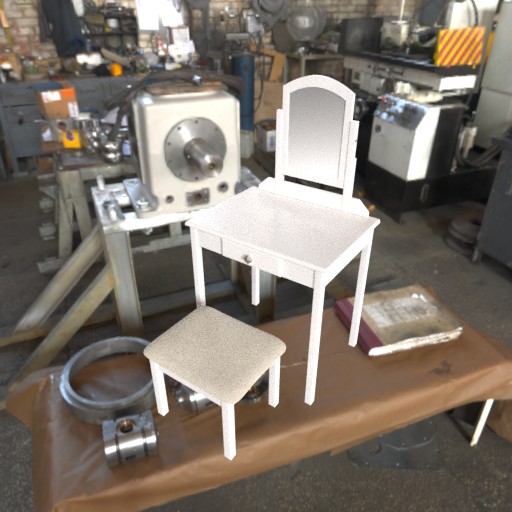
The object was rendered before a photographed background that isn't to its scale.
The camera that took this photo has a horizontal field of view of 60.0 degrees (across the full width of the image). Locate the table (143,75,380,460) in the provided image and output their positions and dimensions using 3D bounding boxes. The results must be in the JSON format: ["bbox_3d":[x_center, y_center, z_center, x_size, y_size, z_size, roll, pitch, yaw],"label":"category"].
[{"bbox_3d":[0.000,0.000,2.322,0.876,1.631,1.211,20,36,30],"label":"table"}]
